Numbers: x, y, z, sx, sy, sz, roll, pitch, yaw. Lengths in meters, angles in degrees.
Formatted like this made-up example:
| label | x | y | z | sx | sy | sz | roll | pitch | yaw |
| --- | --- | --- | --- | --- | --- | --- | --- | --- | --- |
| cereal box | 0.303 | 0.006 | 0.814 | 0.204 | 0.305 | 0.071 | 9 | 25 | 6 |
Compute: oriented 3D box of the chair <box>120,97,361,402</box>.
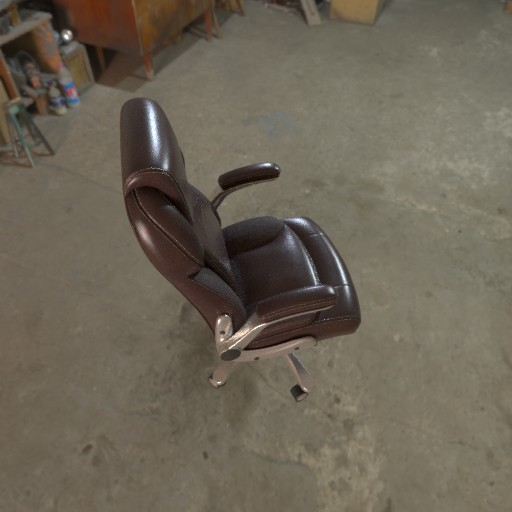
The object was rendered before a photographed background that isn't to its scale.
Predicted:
| label | x | y | z | sx | sy | sz | roll | pitch | yaw |
| --- | --- | --- | --- | --- | --- | --- | --- | --- | --- |
| chair | 0.000 | 0.000 | 1.651 | 0.774 | 1.160 | 0.733 | -10 | 47 | -9 |
